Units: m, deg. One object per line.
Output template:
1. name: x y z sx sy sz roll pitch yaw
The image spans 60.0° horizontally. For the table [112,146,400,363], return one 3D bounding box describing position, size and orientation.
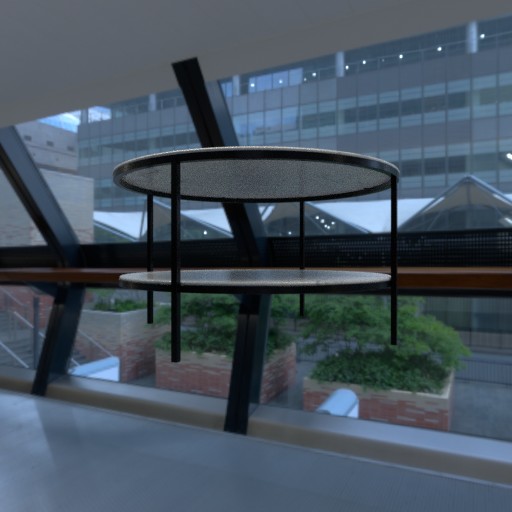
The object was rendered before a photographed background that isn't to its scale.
1. table: 0.000 0.000 1.299 0.800 0.450 0.800 0 0 0
